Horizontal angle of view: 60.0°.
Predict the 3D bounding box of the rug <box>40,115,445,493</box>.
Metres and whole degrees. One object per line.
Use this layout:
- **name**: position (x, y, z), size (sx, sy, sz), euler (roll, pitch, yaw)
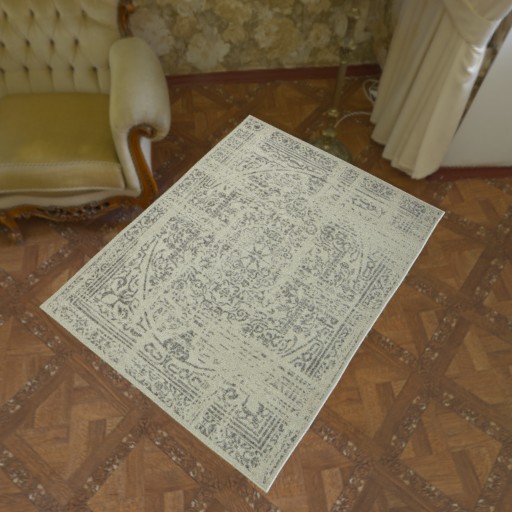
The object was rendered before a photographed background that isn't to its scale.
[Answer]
- **rug**: position (0.000, 0.000, 3.914), size (2.311, 0.032, 2.921), euler (32, 63, 18)
